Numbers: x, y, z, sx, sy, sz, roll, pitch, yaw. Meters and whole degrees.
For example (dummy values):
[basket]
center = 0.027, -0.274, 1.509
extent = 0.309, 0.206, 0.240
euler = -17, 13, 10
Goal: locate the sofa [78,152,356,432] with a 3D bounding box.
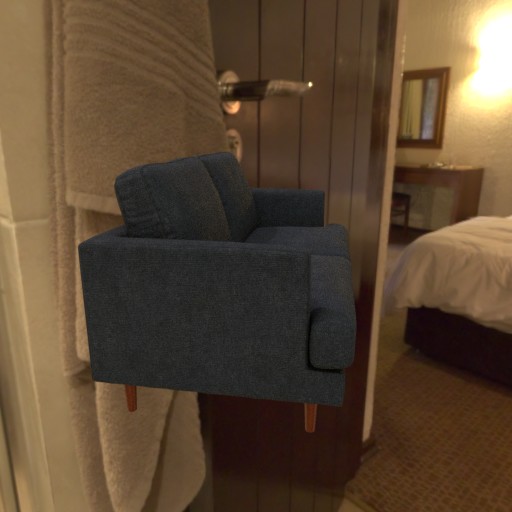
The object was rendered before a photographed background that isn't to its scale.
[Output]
[sofa]
center = 0.000, 0.000, 2.139
extent = 0.903, 0.944, 1.582
euler = 3, 16, 10
